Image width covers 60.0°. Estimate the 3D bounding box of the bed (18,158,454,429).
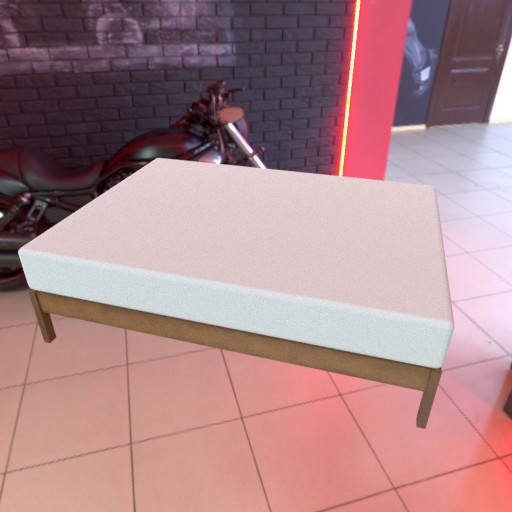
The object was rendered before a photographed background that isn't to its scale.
[{"bbox_3d":[0.000,0.000,2.718,2.050,0.593,1.529,9,32,14],"label":"bed"}]
